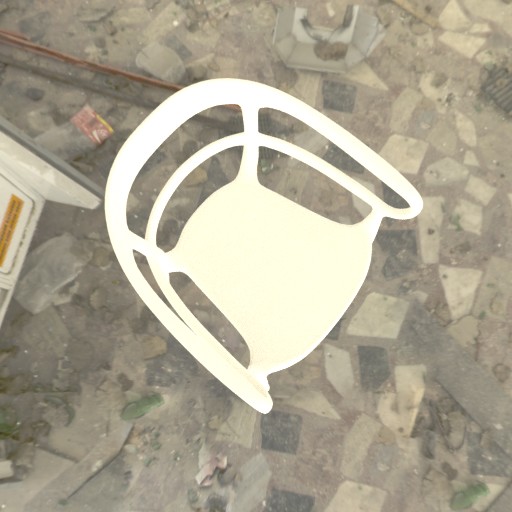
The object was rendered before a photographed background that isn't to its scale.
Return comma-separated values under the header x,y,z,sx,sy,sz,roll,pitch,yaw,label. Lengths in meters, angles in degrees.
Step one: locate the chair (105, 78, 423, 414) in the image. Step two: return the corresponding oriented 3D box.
x,y,z,sx,sy,sz,roll,pitch,yaw,label
0.000,0.000,1.146,0.527,0.761,0.559,38,79,9,chair
